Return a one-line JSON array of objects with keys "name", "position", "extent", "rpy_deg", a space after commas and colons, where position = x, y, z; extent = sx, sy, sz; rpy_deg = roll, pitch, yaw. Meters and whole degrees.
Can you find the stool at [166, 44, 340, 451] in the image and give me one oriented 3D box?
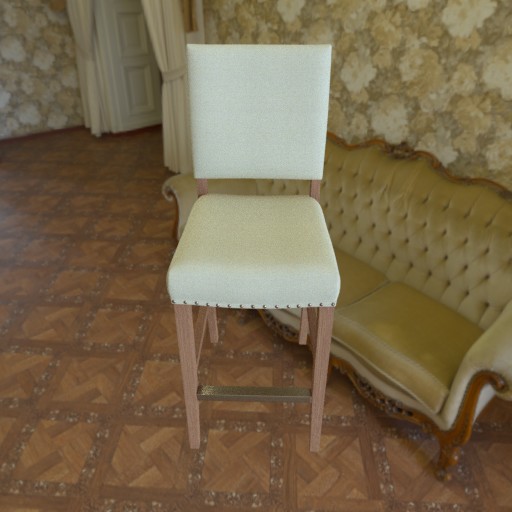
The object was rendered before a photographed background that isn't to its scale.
[{"name": "stool", "position": [0.000, 0.000, 1.406], "extent": [0.445, 1.168, 0.584], "rpy_deg": [1, 31, 1]}]
